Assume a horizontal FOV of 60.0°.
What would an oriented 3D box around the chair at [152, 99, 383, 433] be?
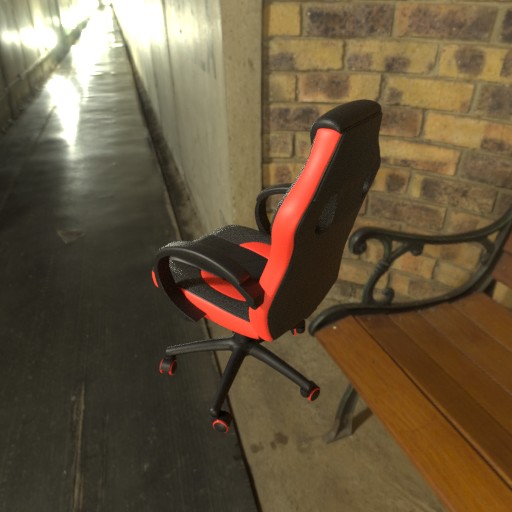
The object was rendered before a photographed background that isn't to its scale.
[{"bbox_3d":[0.000,0.000,1.406,0.642,1.016,0.600,21,38,30],"label":"chair"}]
